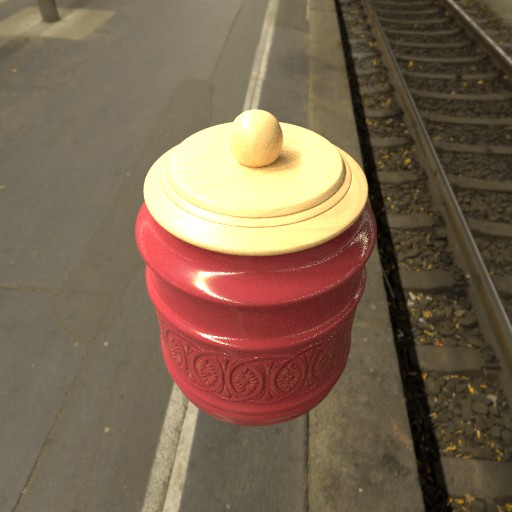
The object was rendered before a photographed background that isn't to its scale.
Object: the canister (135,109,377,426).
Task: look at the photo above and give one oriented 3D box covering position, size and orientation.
[{"bbox_3d":[0.000,0.000,0.262,0.130,0.176,0.130,0,42,0],"label":"canister"}]
